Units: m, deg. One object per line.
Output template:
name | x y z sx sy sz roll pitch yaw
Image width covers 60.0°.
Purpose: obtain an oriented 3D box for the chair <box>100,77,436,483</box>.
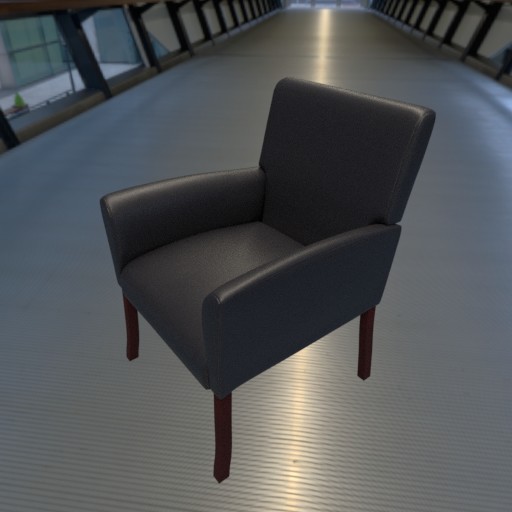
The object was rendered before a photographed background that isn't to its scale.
chair | 0.000 0.000 1.455 0.772 0.951 0.683 -22 38 -31
